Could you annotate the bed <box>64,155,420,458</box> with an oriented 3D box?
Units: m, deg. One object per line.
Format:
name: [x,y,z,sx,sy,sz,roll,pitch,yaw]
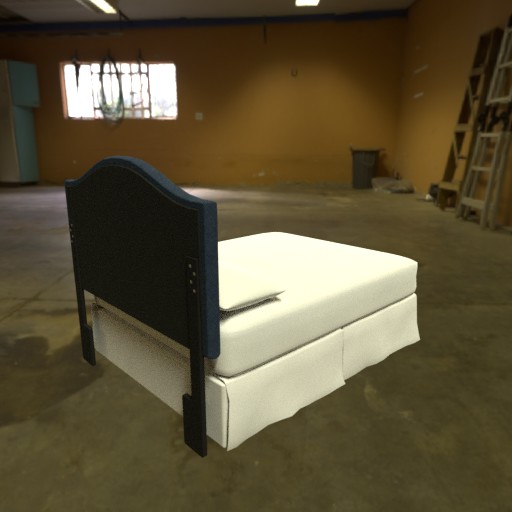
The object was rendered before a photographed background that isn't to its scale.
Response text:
bed: [0.000,0.000,3.348,2.153,1.518,1.713,-13,20,-42]
